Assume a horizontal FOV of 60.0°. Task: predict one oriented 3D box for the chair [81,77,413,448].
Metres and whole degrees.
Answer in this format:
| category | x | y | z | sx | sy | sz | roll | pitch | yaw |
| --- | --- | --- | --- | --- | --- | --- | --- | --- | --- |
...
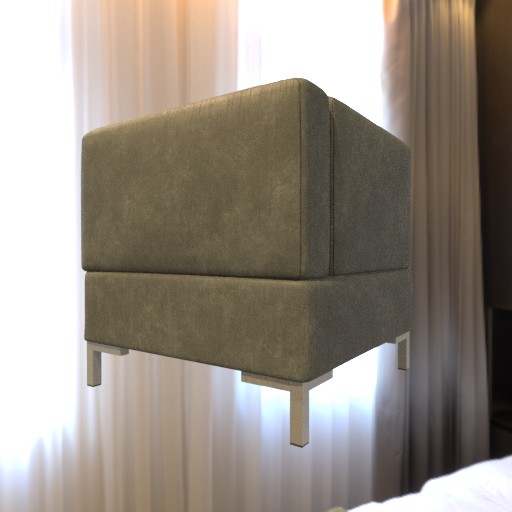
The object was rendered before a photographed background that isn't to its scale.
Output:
| category | x | y | z | sx | sy | sz | roll | pitch | yaw |
| --- | --- | --- | --- | --- | --- | --- | --- | --- | --- |
| chair | 0.000 | 0.000 | 1.215 | 0.680 | 0.660 | 0.680 | 0 | 1 | 35 |
